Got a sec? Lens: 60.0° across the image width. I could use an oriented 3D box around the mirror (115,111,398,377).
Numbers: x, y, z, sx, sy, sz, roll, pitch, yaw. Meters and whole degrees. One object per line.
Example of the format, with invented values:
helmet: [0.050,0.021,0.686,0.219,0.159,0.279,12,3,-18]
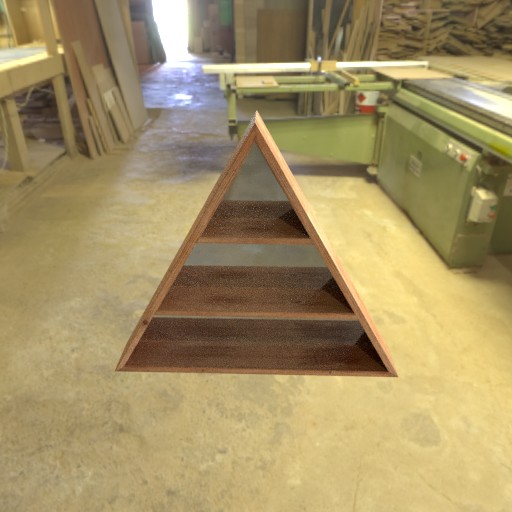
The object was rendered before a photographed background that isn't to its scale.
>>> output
mirror: [0.000,0.000,0.892,0.631,0.548,0.100,1,29,1]
